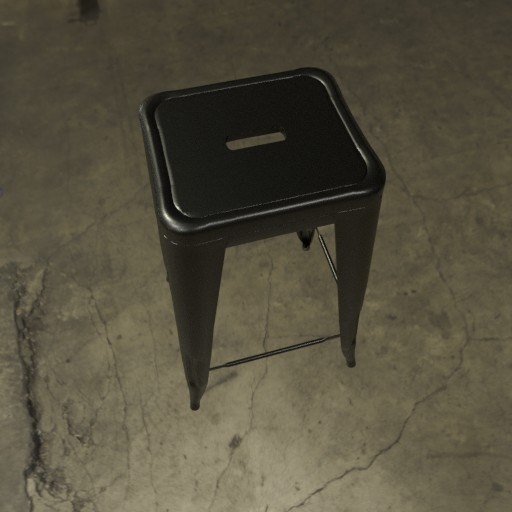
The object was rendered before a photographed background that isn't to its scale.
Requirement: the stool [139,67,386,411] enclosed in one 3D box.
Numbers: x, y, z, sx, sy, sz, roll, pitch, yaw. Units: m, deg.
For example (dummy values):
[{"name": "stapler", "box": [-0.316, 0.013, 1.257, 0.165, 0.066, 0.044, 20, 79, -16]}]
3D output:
[{"name": "stool", "box": [0.000, 0.000, 0.847, 0.399, 0.609, 0.359, -13, 60, -8]}]
